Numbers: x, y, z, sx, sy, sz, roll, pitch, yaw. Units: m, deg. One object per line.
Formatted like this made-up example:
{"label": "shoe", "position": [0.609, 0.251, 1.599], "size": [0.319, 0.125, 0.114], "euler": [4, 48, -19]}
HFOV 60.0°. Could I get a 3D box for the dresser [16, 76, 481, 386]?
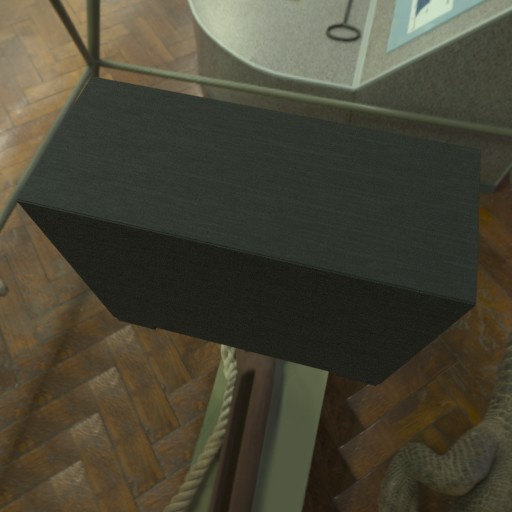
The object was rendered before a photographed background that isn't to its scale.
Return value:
{"label": "dresser", "position": [0.000, 0.000, 1.375], "size": [0.994, 0.816, 0.404], "euler": [13, 63, 7]}
